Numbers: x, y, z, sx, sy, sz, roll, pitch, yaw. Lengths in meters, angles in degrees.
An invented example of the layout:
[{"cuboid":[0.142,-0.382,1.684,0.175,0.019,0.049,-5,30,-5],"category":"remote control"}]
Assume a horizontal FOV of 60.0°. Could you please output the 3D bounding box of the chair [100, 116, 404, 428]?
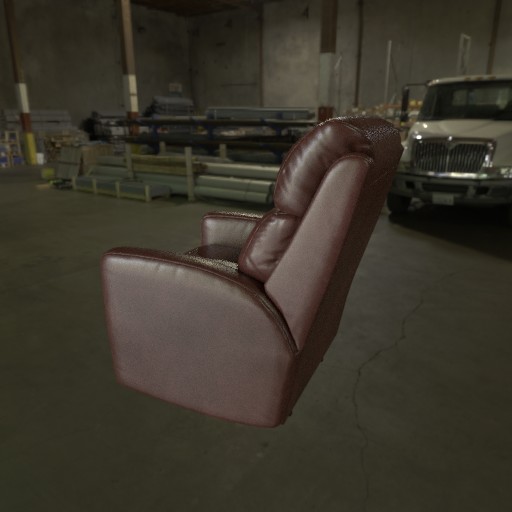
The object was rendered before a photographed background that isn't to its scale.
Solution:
[{"cuboid":[0.000,0.000,1.696,0.939,1.016,0.787,8,19,23],"category":"chair"}]
